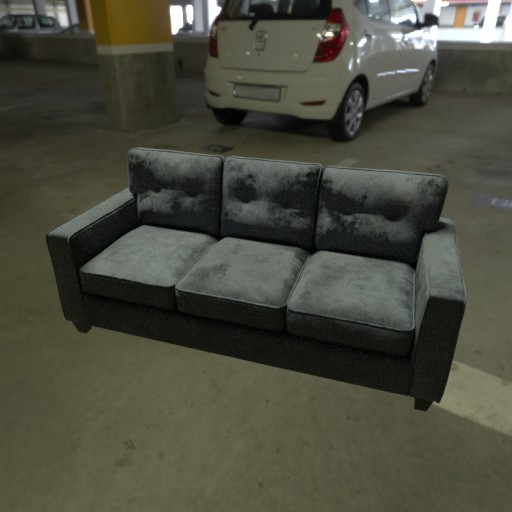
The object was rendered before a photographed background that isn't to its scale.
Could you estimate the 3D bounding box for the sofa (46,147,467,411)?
[{"bbox_3d":[0.000,0.000,2.546,2.133,0.965,0.939,9,29,16],"label":"sofa"}]
